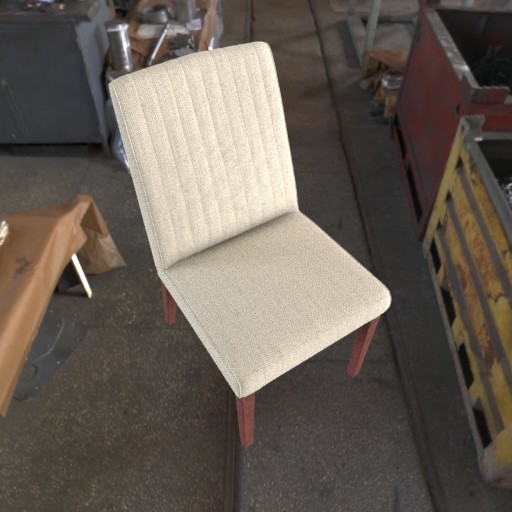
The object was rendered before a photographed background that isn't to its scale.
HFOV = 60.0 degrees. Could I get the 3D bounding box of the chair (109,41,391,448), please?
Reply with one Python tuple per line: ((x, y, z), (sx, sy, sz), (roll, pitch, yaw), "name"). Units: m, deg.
((0.000, 0.000, 1.215), (0.480, 0.900, 0.594), (-25, 52, -22), "chair")
